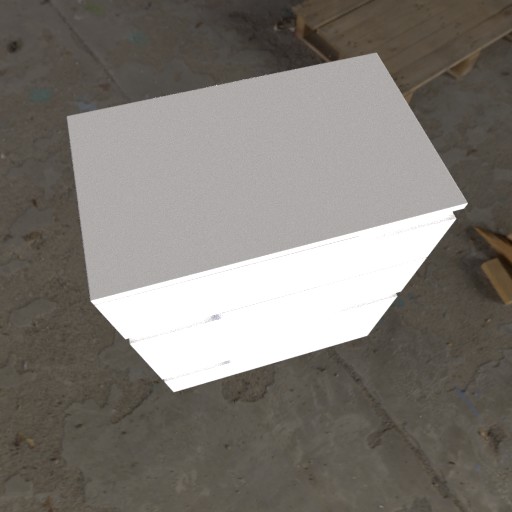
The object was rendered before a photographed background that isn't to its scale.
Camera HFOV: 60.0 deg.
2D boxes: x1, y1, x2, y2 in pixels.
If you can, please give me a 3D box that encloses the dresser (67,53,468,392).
[{"bbox_3d":[0.000,0.000,1.171,0.650,0.800,0.400,-15,64,-7],"label":"dresser"}]
